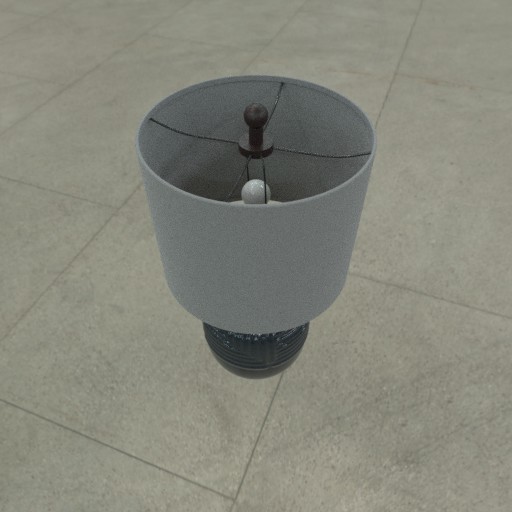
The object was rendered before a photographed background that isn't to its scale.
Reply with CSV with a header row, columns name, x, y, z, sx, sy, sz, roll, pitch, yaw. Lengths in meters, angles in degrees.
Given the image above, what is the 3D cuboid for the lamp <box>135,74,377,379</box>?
name,x,y,z,sx,sy,sz,roll,pitch,yaw
lamp,0.000,0.000,0.772,0.318,0.567,0.318,0,47,0
